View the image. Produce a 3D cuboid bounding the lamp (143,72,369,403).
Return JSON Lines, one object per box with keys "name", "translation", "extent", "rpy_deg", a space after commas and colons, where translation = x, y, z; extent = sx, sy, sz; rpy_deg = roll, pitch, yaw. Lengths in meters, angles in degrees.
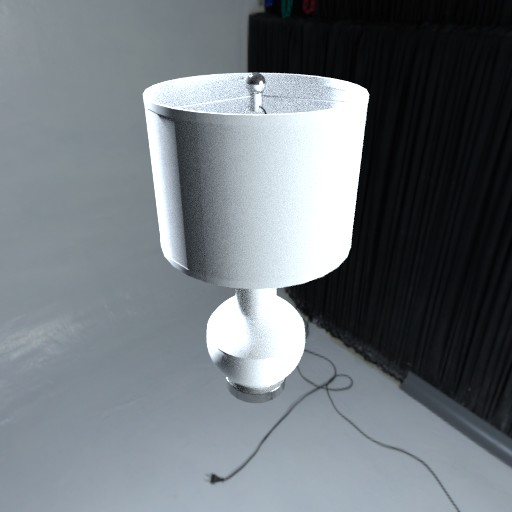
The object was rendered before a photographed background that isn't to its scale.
{"name": "lamp", "translation": [0.000, 0.000, 0.871], "extent": [0.357, 0.673, 0.357], "rpy_deg": [-22, 37, -32]}
